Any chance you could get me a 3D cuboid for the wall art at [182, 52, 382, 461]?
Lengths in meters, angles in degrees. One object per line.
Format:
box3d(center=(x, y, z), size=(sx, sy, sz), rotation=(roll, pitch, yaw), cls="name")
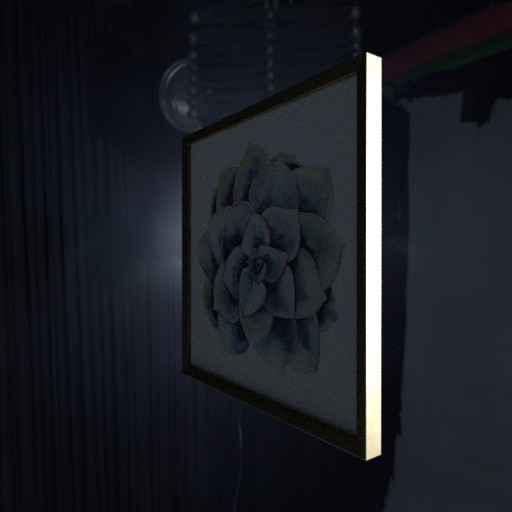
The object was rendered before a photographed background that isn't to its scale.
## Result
box3d(center=(0.000, 0.000, 0.759), size=(0.030, 0.506, 0.503), rotation=(0, 0, -36), cls="wall art")
